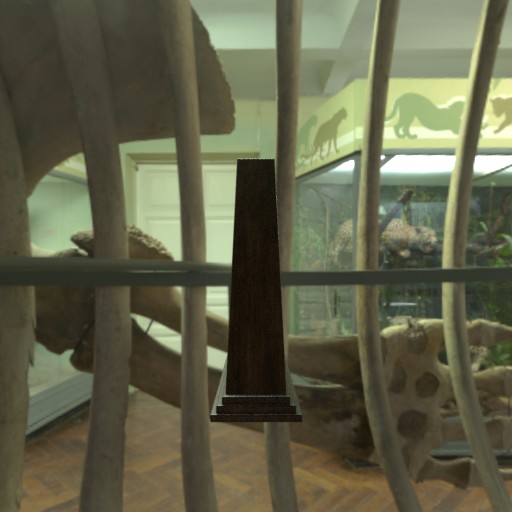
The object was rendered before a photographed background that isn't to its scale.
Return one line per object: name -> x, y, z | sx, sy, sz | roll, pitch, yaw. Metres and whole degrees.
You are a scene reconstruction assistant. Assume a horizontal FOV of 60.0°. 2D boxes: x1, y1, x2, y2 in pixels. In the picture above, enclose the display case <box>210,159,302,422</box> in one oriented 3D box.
display case -> 0.000, 0.000, 0.776 | 0.095, 0.340, 0.640 | 0, 0, 0
